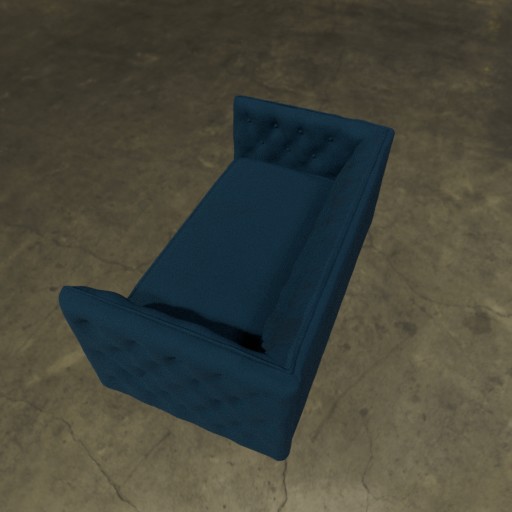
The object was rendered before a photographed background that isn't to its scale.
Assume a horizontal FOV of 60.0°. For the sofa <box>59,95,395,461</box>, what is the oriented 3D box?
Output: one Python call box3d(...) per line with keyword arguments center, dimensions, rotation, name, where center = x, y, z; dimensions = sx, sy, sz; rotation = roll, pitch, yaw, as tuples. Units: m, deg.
box3d(center=(0.000, 0.000, 2.160), dimensions=(0.909, 0.810, 1.583), rotation=(17, 50, 15), name="sofa")
